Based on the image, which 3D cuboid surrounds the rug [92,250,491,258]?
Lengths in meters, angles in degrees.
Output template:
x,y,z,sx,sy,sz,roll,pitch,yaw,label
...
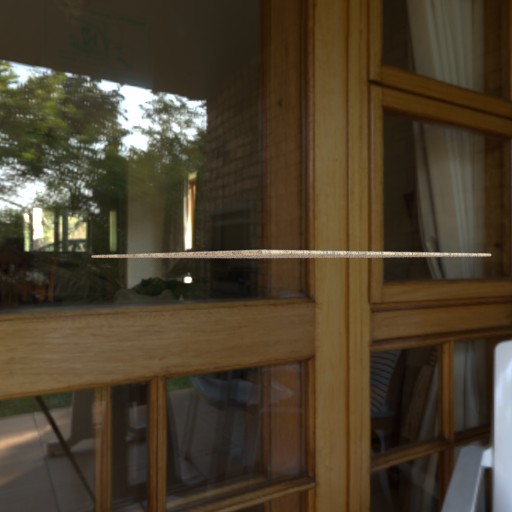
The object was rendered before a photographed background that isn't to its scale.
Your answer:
x,y,z,sx,sy,sz,roll,pitch,yaw,label
0.000,0.000,2.350,1.243,0.014,1.846,0,-1,-35,rug
